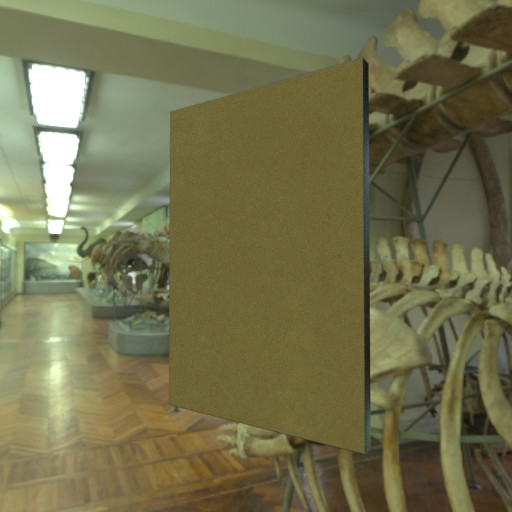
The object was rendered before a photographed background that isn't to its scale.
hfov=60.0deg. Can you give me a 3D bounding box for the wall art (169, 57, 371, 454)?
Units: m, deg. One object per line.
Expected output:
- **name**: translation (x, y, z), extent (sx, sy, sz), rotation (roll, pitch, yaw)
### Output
- **wall art**: translation (0.000, 0.000, 0.605), extent (0.314, 0.455, 0.019), rotation (-1, -2, 35)
